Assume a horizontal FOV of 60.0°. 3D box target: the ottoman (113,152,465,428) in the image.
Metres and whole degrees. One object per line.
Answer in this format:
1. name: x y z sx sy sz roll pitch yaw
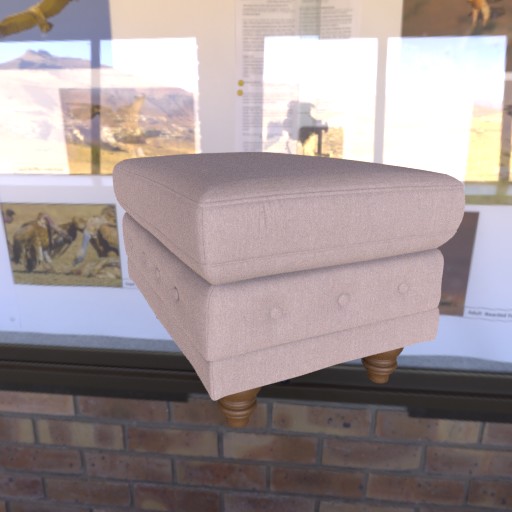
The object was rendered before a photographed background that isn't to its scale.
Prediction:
1. ottoman: 0.000 0.000 1.128 0.569 0.500 0.771 -8 18 -25
